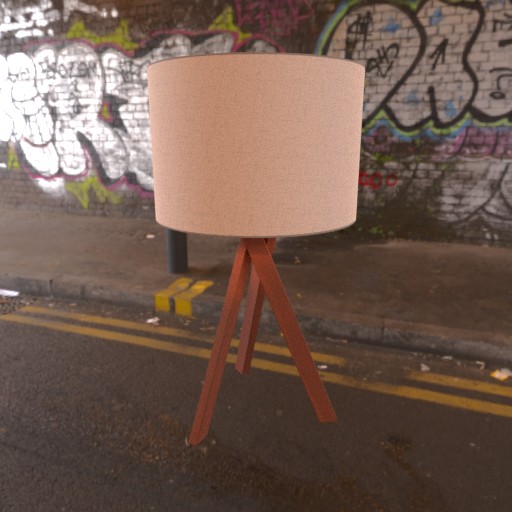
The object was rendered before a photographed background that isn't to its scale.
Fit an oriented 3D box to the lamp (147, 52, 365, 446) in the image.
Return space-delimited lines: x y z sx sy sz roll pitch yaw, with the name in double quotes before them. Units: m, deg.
"lamp" 0.000 0.000 0.883 0.380 0.686 0.380 -8 17 -28
